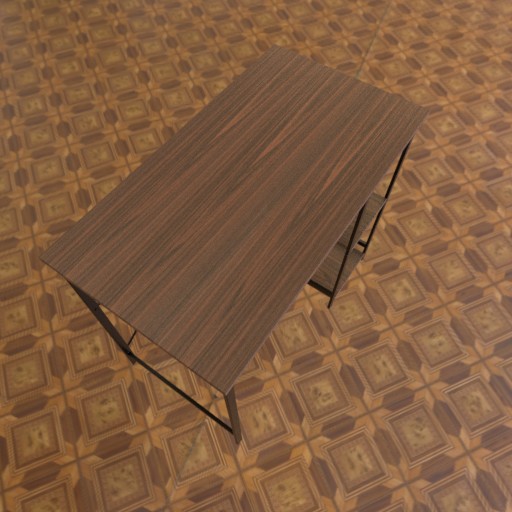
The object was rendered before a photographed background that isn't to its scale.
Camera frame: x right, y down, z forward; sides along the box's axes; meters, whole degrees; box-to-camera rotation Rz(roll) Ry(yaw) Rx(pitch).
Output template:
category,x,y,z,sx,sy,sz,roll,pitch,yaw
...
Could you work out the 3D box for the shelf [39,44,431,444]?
category,x,y,z,sx,sy,sz,roll,pitch,yaw
shelf,0.000,0.000,1.379,0.498,0.750,0.902,31,64,17
